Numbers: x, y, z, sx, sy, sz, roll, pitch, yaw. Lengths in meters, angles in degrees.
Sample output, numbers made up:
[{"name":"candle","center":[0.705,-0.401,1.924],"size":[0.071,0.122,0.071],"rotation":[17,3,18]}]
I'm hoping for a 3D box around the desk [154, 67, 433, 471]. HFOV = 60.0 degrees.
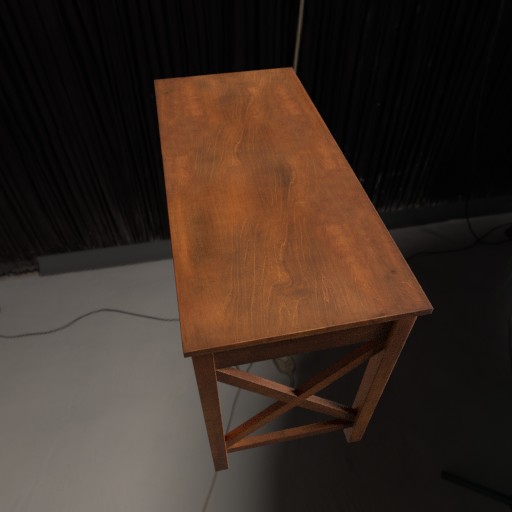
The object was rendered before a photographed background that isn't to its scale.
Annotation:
[{"name":"desk","center":[0.000,0.000,1.511],"size":[0.508,0.762,1.117],"rotation":[-9,48,-8]}]
